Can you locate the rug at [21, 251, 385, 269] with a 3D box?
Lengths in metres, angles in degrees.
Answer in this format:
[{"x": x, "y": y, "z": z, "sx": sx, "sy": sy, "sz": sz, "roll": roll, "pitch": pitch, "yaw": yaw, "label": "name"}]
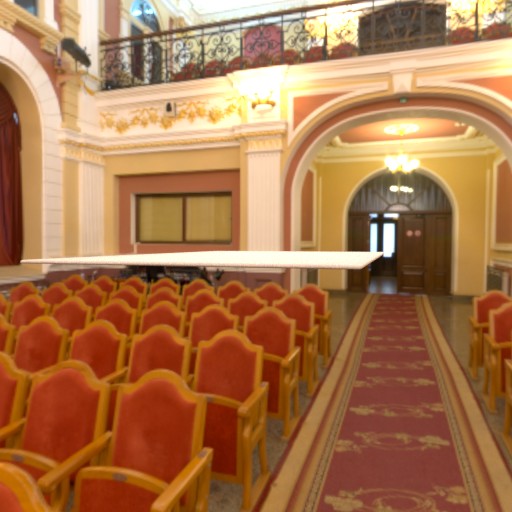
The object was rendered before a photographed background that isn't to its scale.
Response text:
[{"x": 0.000, "y": 0.000, "z": 2.296, "sx": 1.219, "sy": 0.013, "sz": 1.829, "roll": 1, "pitch": 2, "yaw": 18, "label": "rug"}]
